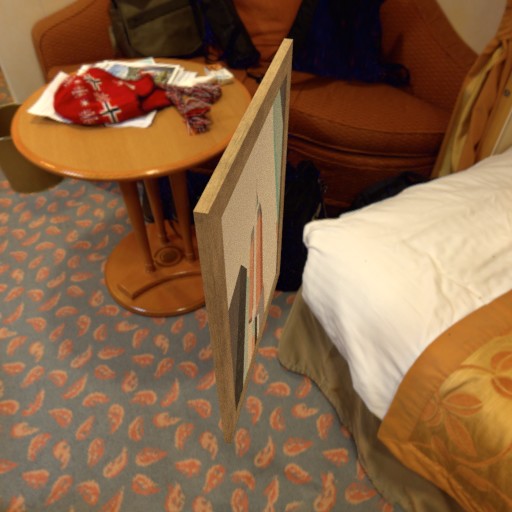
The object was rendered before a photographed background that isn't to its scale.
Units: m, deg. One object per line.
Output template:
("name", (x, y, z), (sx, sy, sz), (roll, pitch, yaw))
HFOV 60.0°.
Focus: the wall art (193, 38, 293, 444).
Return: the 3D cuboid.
("wall art", (0.000, 0.000, 0.935), (0.018, 0.686, 0.534), (10, 47, 10))
